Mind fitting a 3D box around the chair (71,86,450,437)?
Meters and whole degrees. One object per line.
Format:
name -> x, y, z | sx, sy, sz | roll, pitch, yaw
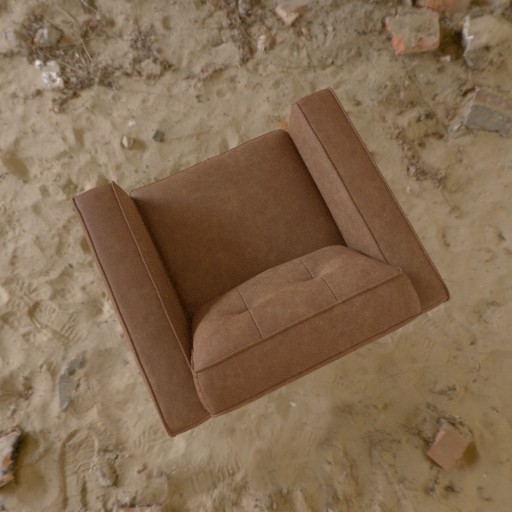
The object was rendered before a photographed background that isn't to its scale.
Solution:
chair -> 0.000, 0.000, 1.760 | 1.118, 0.782, 0.952 | -25, 78, -6
